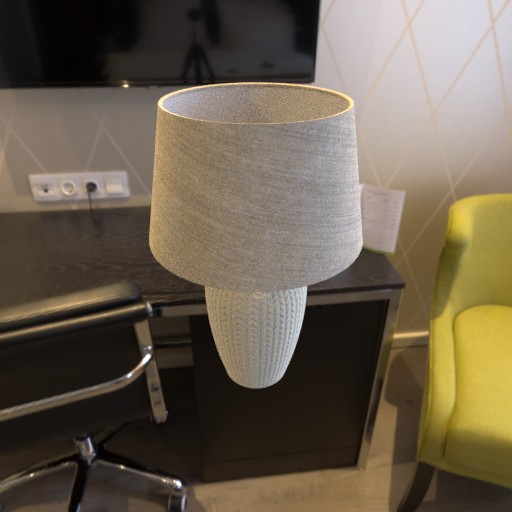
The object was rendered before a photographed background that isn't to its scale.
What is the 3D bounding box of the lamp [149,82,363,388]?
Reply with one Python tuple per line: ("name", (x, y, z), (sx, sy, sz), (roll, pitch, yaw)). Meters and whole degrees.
("lamp", (0.000, 0.000, 0.854), (0.390, 0.580, 0.390), (0, 31, 0))
